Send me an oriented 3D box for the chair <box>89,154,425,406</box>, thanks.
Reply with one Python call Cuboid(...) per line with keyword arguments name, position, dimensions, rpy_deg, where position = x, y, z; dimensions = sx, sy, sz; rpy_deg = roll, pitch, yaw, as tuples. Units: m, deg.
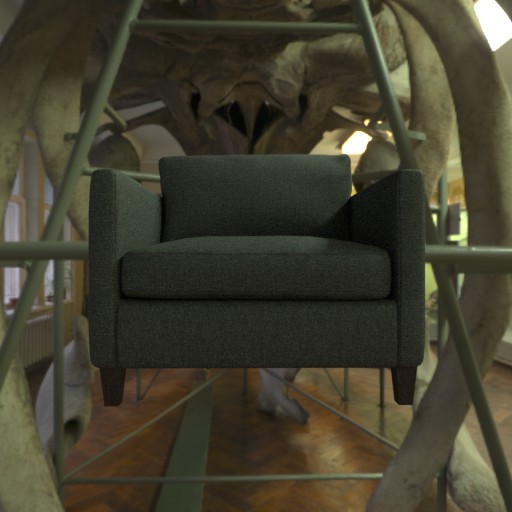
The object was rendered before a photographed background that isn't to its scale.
Cuboid(name="chair", position=(0.000, 0.000, 1.852), dimensions=(1.107, 0.963, 0.959), rpy_deg=(0, 0, -1))
